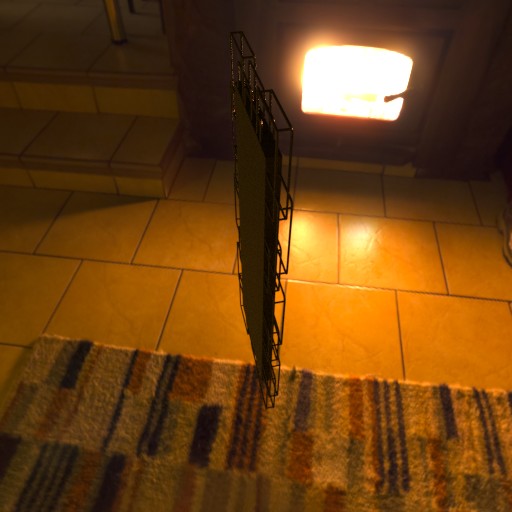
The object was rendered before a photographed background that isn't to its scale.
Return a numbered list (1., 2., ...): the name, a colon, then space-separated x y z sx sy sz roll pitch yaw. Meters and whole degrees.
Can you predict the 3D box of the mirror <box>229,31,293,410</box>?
1. mirror: 0.000 0.000 1.415 0.037 1.192 0.565 -9 48 -8
